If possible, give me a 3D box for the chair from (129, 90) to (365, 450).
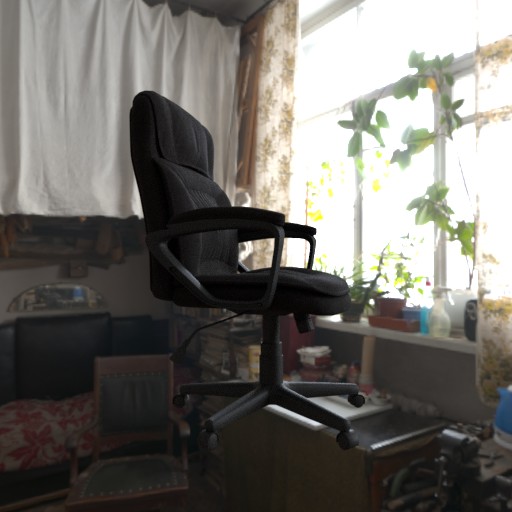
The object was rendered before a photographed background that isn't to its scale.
[{"bbox_3d":[0.000,0.000,1.546,0.724,1.105,0.667,0,0,17],"label":"chair"}]
